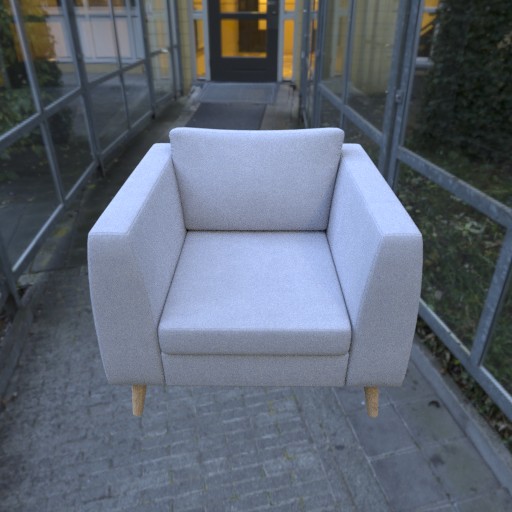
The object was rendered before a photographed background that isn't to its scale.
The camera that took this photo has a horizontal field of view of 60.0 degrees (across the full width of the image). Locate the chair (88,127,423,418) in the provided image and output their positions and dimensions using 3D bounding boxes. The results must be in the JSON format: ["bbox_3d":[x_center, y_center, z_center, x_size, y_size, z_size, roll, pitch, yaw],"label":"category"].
[{"bbox_3d":[0.000,0.000,1.748,1.000,0.860,0.930,0,30,0],"label":"chair"}]
